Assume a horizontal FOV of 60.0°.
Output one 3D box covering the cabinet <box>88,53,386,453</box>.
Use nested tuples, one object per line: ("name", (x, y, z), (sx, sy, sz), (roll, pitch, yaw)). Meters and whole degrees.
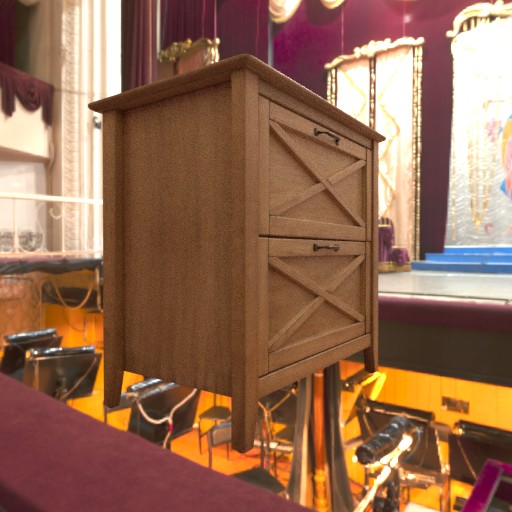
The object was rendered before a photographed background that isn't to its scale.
("cabinet", (0.000, 0.000, 1.275), (0.503, 0.762, 0.763), (1, 1, 35))
